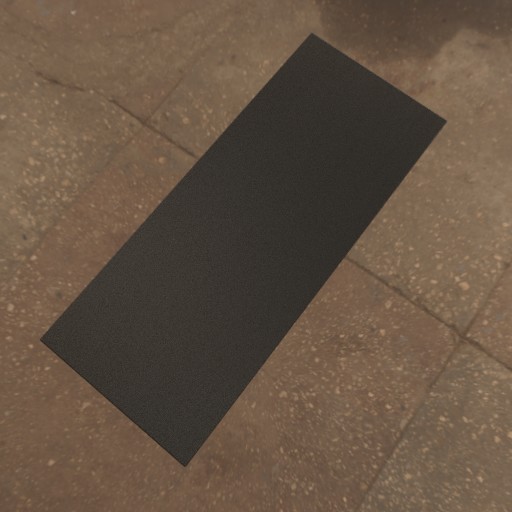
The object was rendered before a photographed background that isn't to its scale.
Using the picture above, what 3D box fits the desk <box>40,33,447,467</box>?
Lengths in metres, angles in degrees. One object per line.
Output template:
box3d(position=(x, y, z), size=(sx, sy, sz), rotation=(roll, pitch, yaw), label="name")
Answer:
box3d(position=(0.000, 0.000, 1.628), size=(0.508, 0.775, 1.220), rotation=(37, 79, 8), label="desk")
